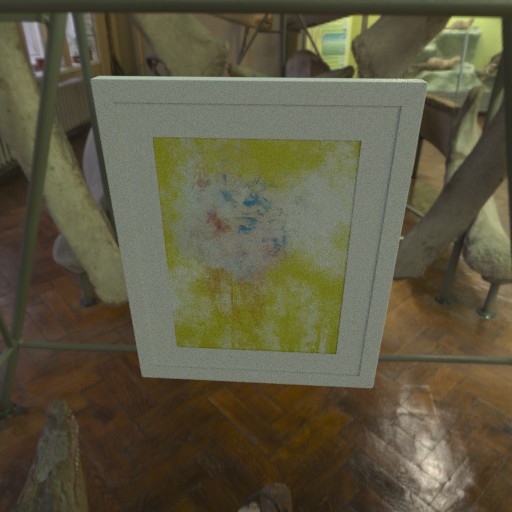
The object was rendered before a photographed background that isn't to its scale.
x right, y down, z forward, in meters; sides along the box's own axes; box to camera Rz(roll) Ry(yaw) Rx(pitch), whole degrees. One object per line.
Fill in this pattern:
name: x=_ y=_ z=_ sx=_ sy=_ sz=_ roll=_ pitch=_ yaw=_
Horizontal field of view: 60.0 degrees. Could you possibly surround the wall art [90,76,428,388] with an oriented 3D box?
wall art: x=0.000 y=0.000 z=0.743 sx=0.454 sy=0.556 sz=0.028 roll=2 pitch=30 yaw=3
